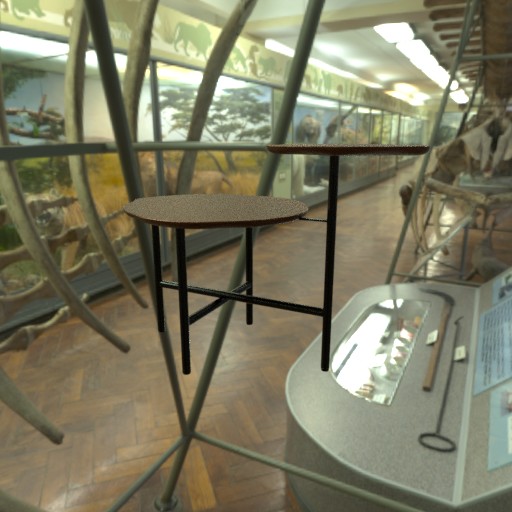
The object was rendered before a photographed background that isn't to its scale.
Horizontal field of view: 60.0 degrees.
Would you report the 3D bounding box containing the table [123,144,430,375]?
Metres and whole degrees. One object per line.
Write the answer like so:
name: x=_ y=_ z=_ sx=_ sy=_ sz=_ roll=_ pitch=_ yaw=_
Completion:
table: x=0.000 y=0.000 z=1.102 sx=0.759 sy=0.538 sz=0.442 roll=8 pitch=17 yaw=27
